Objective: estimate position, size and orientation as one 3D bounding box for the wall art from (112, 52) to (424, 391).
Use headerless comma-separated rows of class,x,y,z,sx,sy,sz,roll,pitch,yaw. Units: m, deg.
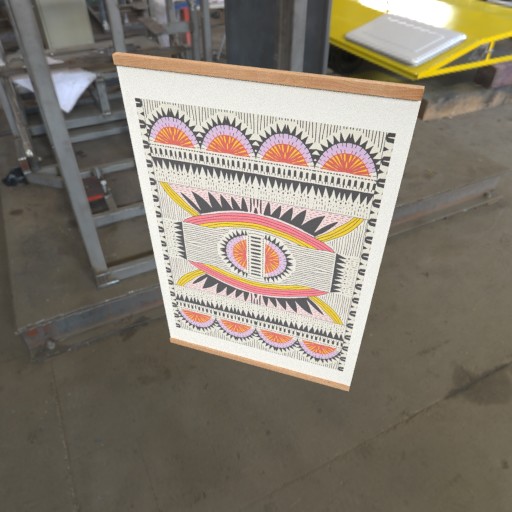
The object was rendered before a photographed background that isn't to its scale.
wall art,0.000,0.000,1.872,0.999,1.533,0.028,12,43,14
